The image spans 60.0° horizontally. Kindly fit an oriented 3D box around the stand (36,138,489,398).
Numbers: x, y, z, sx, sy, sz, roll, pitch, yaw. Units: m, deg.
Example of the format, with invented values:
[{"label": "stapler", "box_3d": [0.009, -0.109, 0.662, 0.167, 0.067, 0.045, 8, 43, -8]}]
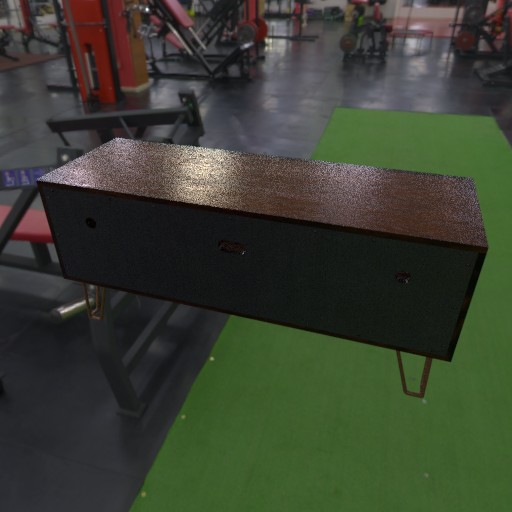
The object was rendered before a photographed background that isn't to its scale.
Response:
[{"label": "stand", "box_3d": [0.000, 0.000, 1.635, 1.372, 0.610, 0.481, 10, 34, 15]}]
